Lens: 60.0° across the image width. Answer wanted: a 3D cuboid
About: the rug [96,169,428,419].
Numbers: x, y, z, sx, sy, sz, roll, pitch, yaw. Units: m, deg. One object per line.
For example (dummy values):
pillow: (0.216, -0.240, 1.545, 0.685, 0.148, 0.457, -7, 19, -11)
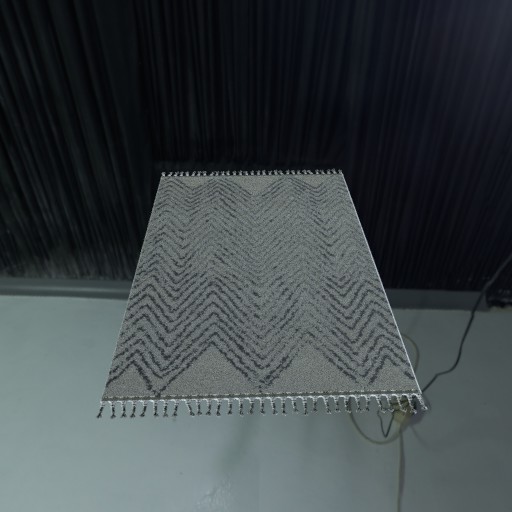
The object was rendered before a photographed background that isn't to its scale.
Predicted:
rug: (0.000, 0.000, 2.331, 1.230, 0.014, 1.847, -1, 40, -1)
